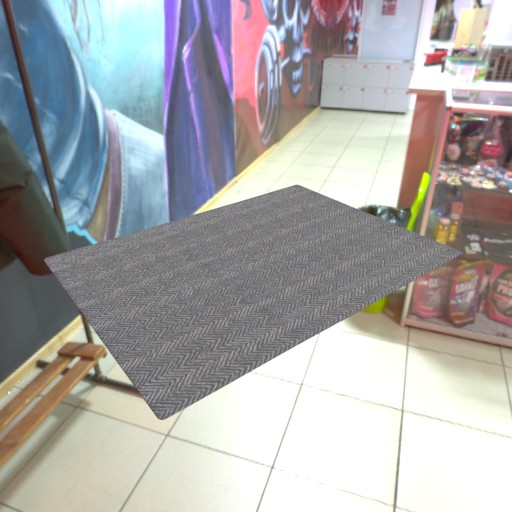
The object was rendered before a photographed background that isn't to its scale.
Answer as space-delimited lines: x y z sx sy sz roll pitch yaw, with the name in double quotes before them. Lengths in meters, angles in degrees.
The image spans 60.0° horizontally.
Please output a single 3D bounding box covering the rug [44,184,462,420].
"rug" 0.000 0.000 5.162 3.957 0.011 2.894 -21 36 -32
